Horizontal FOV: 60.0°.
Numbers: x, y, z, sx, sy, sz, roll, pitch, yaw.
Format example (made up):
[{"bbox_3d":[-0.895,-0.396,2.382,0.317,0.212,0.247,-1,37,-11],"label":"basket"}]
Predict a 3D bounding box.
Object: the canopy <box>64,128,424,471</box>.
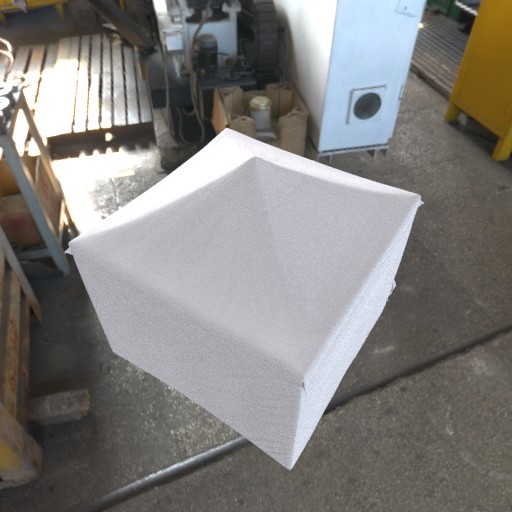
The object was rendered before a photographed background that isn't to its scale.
[{"bbox_3d":[0.000,0.000,5.574,3.043,2.997,3.121,25,51,23],"label":"canopy"}]
